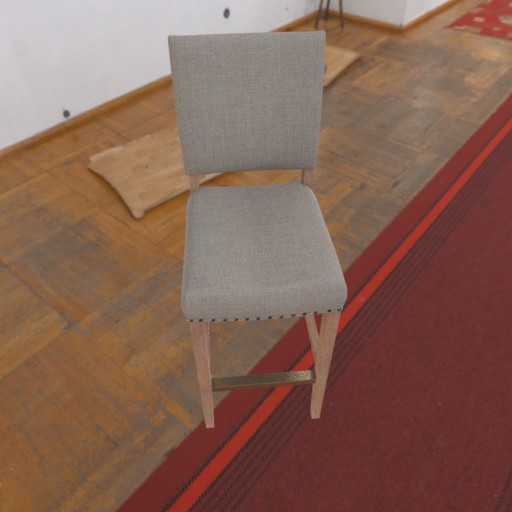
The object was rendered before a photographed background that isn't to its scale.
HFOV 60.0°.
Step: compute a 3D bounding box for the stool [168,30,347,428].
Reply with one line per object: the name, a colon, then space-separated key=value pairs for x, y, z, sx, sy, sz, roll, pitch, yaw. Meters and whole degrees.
stool: x=0.000 y=0.000 z=1.445 sx=0.445 sy=1.203 sz=0.585 roll=-4 pitch=44 yaw=-4
